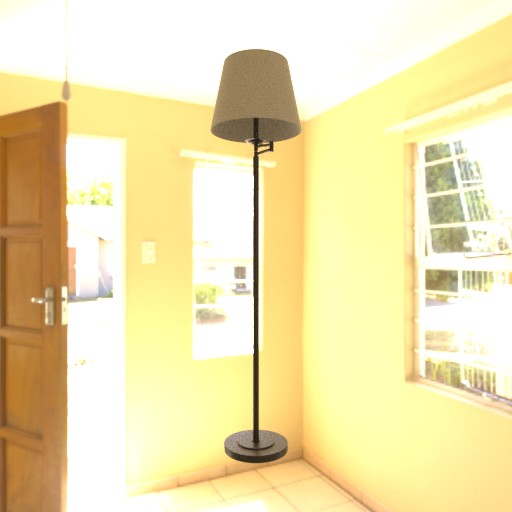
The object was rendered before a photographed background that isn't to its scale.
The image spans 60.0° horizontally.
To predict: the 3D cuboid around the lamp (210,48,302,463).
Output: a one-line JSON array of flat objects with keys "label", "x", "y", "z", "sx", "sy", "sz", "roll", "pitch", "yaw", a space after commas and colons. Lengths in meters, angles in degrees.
[{"label": "lamp", "x": 0.000, "y": 0.000, "z": 1.696, "sx": 0.348, "sy": 1.473, "sz": 0.348, "roll": 0, "pitch": 0, "yaw": -36}]
